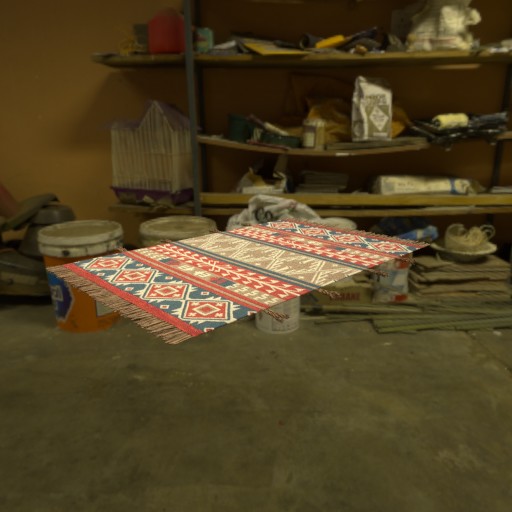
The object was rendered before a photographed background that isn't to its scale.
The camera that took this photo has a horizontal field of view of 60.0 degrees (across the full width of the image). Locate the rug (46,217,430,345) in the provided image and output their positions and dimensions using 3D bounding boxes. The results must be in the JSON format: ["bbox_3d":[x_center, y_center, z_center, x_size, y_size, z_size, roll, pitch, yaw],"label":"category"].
[{"bbox_3d":[0.000,0.000,3.208,2.450,0.048,1.778,-15,22,-42],"label":"rug"}]
